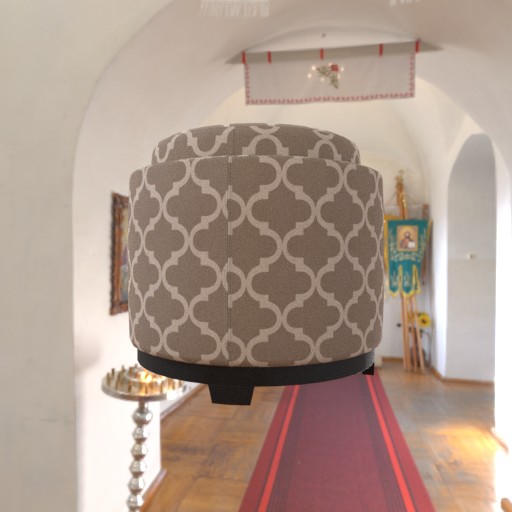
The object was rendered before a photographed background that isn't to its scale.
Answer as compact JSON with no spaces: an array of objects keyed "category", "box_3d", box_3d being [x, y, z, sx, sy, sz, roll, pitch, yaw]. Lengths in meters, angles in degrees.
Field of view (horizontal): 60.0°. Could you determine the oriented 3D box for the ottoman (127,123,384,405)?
[{"category":"ottoman","box_3d":[0.000,0.000,0.862,0.480,0.429,0.480,0,1,0]}]
